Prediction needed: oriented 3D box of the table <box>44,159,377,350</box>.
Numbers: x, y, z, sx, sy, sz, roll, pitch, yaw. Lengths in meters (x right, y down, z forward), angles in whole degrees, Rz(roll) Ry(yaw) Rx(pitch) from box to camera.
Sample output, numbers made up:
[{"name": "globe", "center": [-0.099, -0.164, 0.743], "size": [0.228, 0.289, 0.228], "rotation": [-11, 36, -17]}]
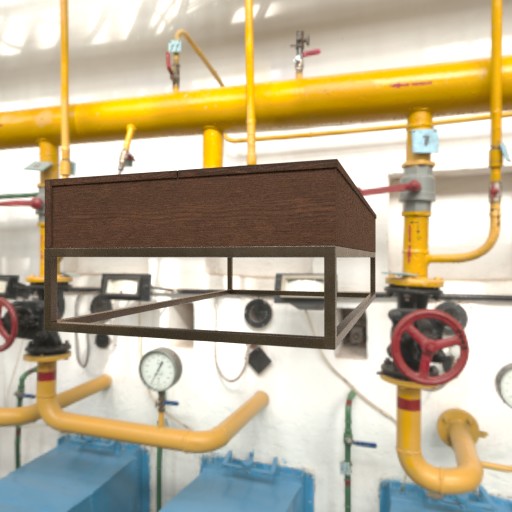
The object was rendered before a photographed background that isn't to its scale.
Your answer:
[{"name": "table", "center": [0.000, 0.000, 1.503], "size": [0.719, 0.361, 1.167], "rotation": [0, 0, 19]}]
